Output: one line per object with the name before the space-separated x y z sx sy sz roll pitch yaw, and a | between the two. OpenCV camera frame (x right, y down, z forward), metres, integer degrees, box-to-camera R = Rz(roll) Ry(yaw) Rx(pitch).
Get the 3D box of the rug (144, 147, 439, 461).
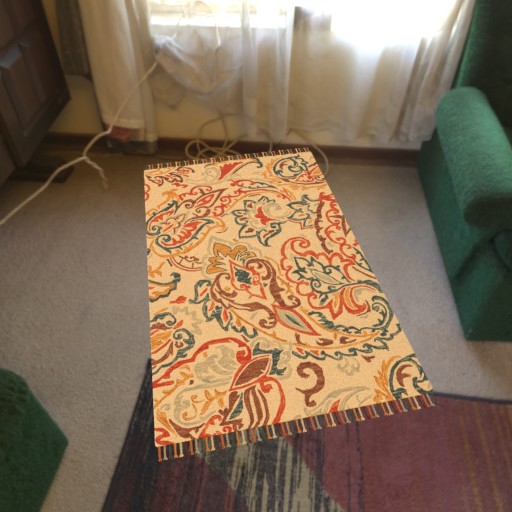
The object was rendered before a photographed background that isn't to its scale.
rug | 0.000 0.000 3.173 1.523 0.010 2.584 -8 46 -8
